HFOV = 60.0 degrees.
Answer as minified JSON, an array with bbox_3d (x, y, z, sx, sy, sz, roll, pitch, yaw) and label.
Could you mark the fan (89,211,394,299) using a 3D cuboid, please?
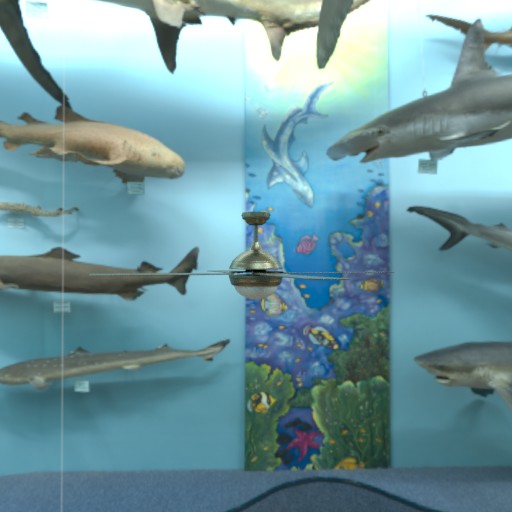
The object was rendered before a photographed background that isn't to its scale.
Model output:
[{"bbox_3d":[0.000,0.000,1.966,1.321,0.381,1.321,0,-1,2],"label":"fan"}]
